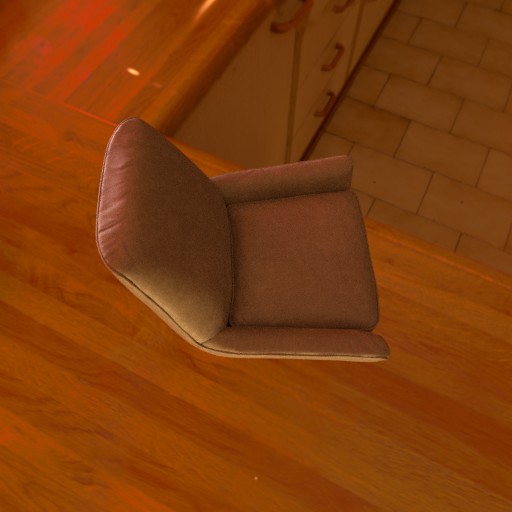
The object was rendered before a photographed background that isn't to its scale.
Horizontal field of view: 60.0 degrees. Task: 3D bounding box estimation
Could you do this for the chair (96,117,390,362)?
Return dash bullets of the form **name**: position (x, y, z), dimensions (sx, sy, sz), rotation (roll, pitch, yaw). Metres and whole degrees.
- **chair**: position (0.000, 0.000, 1.547), dimensions (0.824, 0.888, 0.787), rotation (-3, 63, -1)
